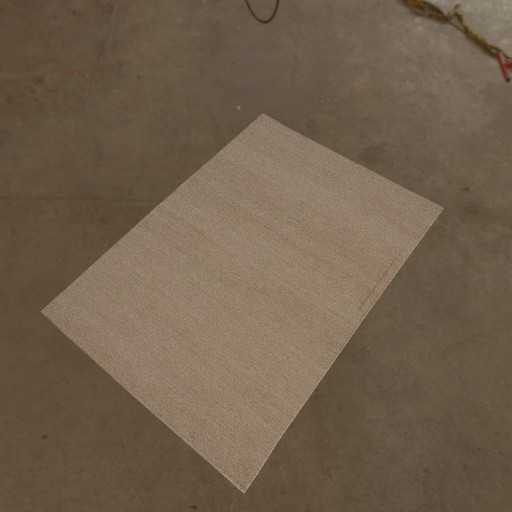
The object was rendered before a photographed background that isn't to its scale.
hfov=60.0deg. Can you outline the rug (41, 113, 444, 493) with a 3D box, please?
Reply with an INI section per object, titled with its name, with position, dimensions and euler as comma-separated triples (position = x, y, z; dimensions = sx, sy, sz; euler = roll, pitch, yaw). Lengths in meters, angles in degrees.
[rug]
position = 0.000, 0.000, 3.698
dimensions = 2.032, 0.038, 2.869
euler = 34, 64, 19
